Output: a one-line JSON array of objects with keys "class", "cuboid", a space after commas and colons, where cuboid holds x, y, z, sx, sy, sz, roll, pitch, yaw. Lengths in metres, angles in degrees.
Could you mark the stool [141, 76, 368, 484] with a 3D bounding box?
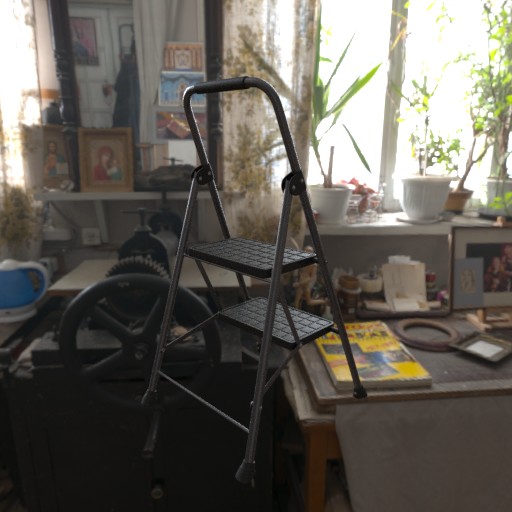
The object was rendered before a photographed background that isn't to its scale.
[{"class": "stool", "cuboid": [0.000, 0.000, 1.196, 0.514, 0.872, 0.450, -14, 21, -43]}]
